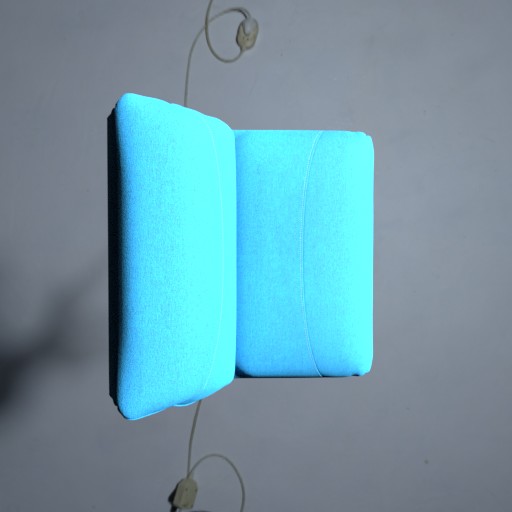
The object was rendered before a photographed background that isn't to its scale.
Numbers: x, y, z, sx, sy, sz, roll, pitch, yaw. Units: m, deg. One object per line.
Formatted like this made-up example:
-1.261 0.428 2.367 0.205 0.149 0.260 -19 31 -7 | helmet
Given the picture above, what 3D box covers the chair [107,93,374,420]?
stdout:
0.000 0.000 1.347 0.780 0.580 0.820 0 91 -1 | chair
